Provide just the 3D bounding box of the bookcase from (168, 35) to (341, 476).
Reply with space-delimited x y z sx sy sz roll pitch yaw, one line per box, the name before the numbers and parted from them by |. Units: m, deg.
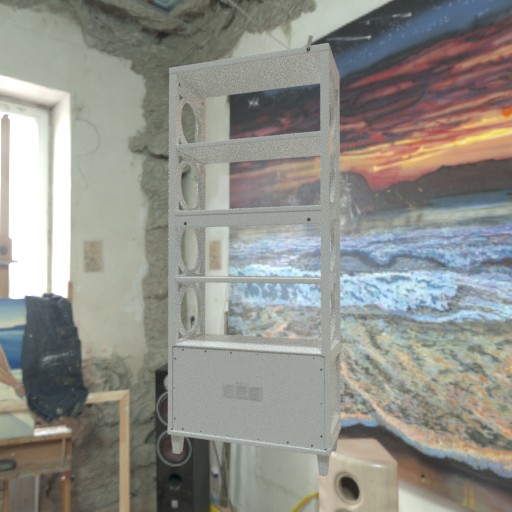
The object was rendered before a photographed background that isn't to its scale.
bookcase | 0.000 0.000 2.131 0.761 1.869 0.361 0 -1 18
